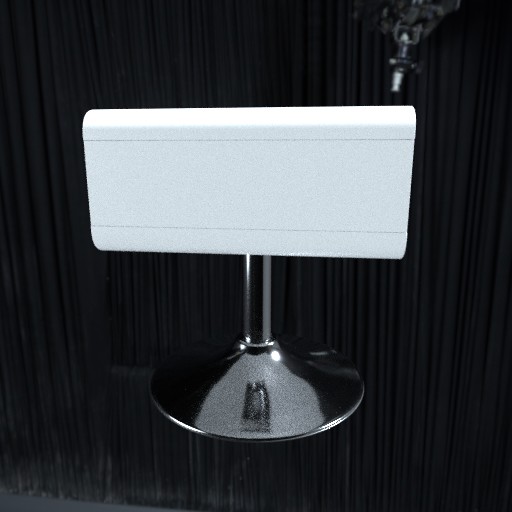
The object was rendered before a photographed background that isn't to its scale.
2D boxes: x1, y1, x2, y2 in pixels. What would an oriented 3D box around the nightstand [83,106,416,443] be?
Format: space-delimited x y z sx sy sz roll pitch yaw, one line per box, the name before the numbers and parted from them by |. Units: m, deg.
nightstand | 0.000 0.000 0.749 0.404 0.447 0.399 2 13 7
